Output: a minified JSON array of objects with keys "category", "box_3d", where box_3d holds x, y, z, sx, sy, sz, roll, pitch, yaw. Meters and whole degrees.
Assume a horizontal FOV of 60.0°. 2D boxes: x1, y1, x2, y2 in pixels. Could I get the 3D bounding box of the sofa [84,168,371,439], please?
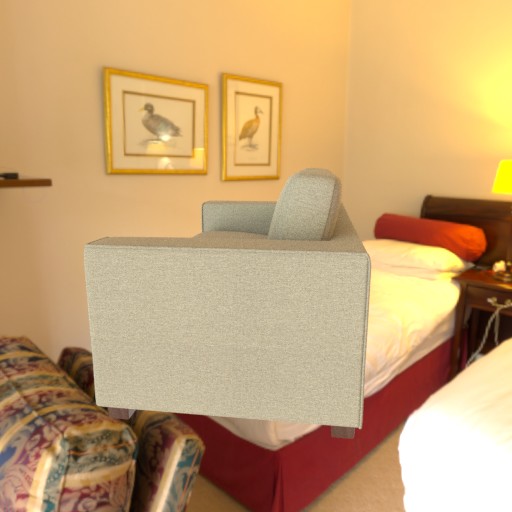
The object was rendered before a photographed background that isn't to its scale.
[{"category":"sofa","box_3d":[0.000,0.000,2.394,1.007,0.924,1.812,2,12,8]}]
